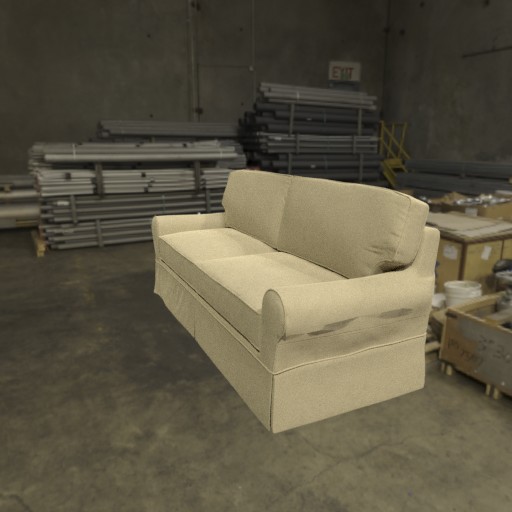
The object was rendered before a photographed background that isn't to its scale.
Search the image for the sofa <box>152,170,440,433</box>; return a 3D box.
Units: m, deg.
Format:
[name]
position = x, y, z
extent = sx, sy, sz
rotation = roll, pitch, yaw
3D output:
[sofa]
position = 0.000, 0.000, 2.858
extent = 0.900, 1.014, 2.246
rotation = -7, 16, -25
